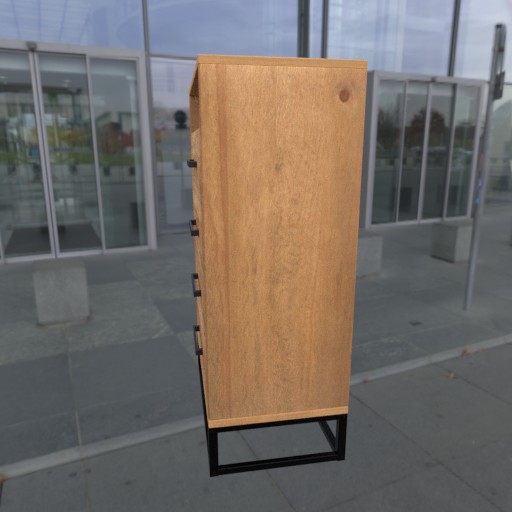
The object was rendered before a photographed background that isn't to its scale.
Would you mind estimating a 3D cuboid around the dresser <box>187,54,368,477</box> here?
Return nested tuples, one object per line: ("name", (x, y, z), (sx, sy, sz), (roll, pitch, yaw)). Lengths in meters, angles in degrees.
("dresser", (0.000, 0.000, 1.652), (0.479, 1.240, 0.761), (-2, 14, -10))
